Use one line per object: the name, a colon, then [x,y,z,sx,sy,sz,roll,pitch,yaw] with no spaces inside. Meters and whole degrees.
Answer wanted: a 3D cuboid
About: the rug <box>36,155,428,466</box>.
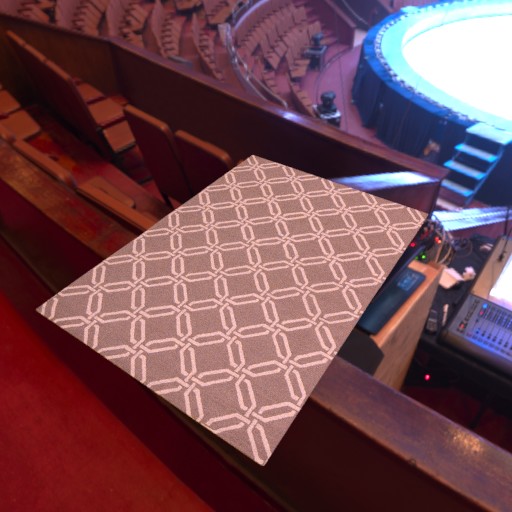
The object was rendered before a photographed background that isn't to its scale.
rug: [0.000,0.000,4.492,2.441,0.020,3.419,24,47,25]
